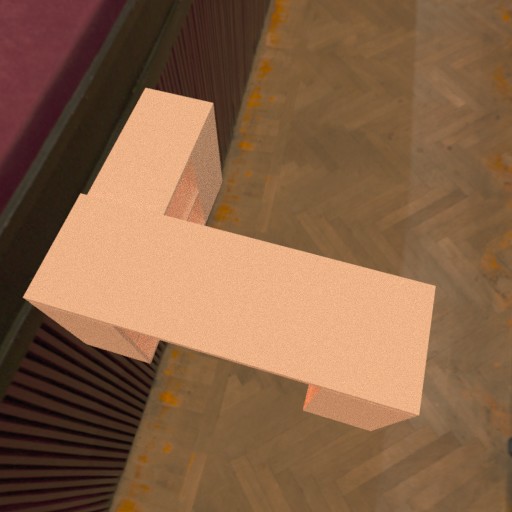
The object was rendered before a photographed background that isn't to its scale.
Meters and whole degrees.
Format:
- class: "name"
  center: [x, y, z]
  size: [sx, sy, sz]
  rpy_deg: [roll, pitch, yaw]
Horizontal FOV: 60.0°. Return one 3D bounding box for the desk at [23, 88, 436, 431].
- class: "desk"
  center: [0.000, 0.000, 2.210]
  size: [1.524, 0.759, 1.199]
  rpy_deg: [15, 65, 7]
